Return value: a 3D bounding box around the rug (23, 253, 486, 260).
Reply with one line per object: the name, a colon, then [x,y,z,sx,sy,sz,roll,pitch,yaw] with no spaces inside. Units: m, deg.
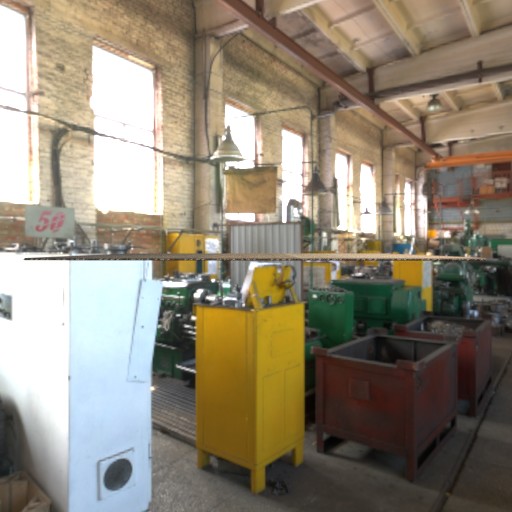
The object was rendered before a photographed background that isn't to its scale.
rug: [0.000,0.000,3.898,2.902,0.017,2.306,0,1,1]
